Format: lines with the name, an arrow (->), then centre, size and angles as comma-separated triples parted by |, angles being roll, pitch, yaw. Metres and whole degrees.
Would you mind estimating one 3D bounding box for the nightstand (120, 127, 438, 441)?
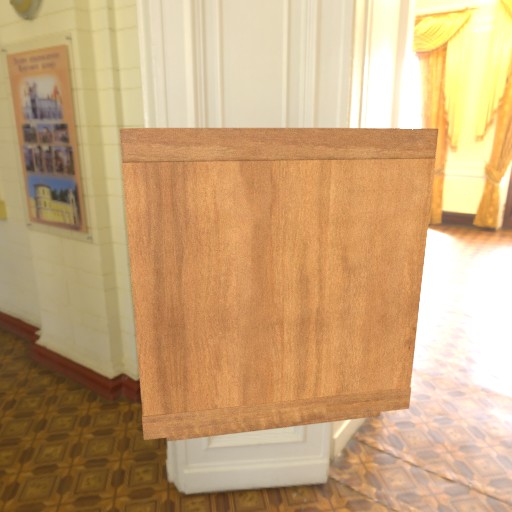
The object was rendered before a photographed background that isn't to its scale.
nightstand -> 0.000, 0.000, 0.883 | 0.436, 0.491, 0.493 | -3, 16, -10
